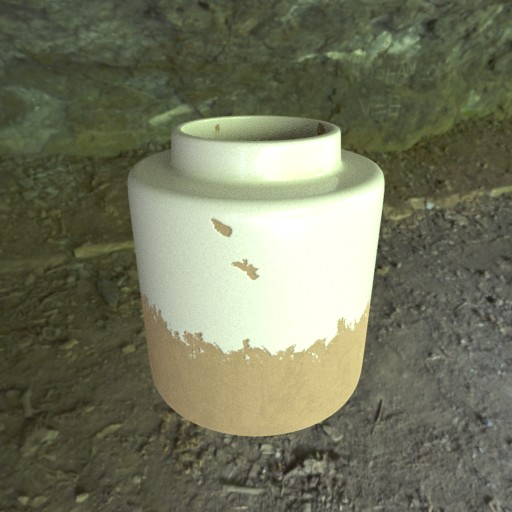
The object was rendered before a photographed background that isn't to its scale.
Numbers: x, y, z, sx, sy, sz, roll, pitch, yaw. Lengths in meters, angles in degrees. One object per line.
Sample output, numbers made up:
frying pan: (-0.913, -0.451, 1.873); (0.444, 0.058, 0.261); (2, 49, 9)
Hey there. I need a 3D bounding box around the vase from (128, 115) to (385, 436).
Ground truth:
vase: (0.000, 0.000, 0.294); (0.153, 0.167, 0.153); (0, 25, 0)
